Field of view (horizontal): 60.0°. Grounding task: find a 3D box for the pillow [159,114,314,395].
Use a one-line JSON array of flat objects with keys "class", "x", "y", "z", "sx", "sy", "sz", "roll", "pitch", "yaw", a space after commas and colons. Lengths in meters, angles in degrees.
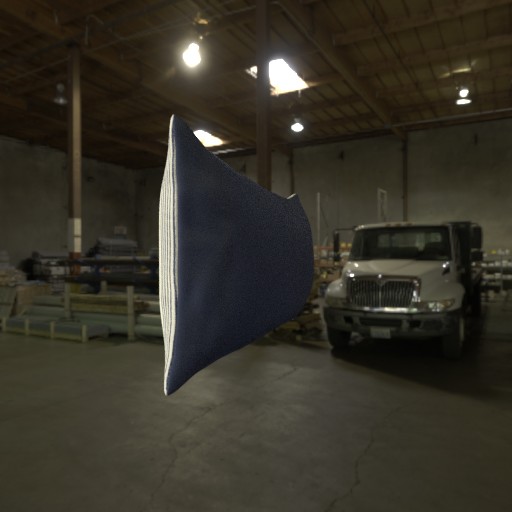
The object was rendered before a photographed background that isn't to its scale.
[{"class": "pillow", "x": 0.000, "y": 0.000, "z": 0.727, "sx": 0.151, "sy": 0.287, "sz": 0.610, "roll": 0, "pitch": 0, "yaw": 17}]
